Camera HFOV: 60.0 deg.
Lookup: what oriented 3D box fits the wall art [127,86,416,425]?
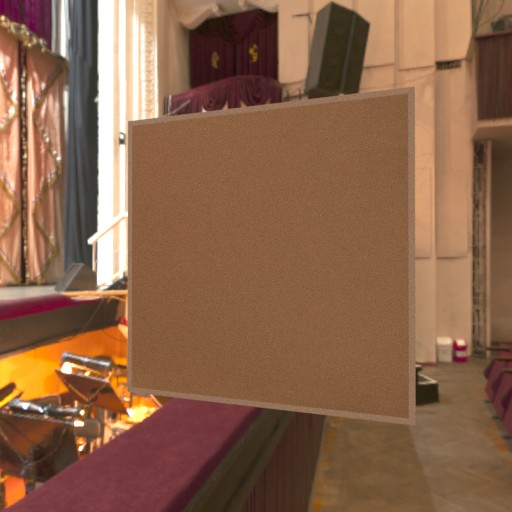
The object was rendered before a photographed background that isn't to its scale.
[{"bbox_3d":[0.000,0.000,1.197,0.809,0.809,0.012,0,0,19],"label":"wall art"}]
